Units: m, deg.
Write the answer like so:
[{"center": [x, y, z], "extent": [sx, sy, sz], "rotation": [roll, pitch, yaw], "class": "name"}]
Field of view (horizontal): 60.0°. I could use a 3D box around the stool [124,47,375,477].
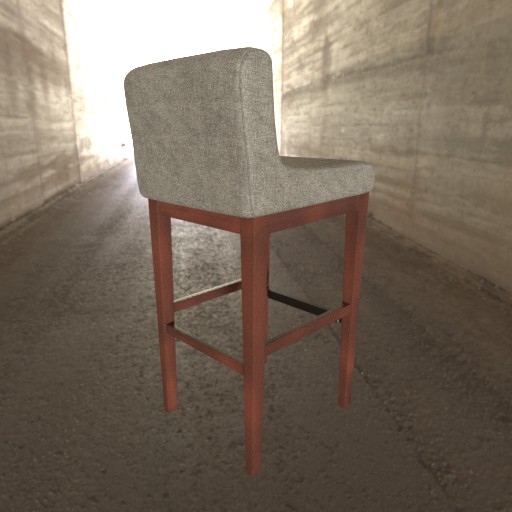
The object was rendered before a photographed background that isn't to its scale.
[{"center": [0.000, 0.000, 1.210], "extent": [0.499, 0.965, 0.426], "rotation": [-15, 22, -43], "class": "stool"}]
